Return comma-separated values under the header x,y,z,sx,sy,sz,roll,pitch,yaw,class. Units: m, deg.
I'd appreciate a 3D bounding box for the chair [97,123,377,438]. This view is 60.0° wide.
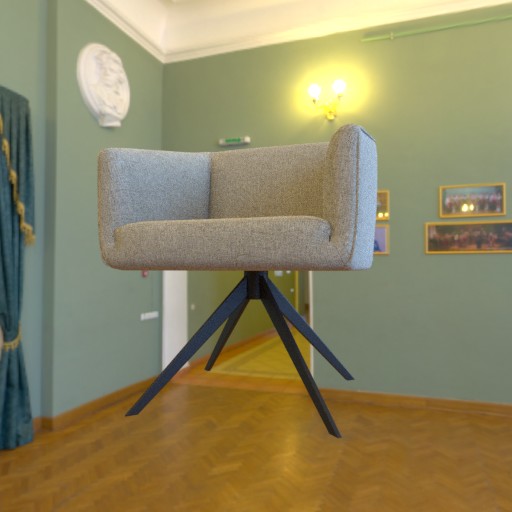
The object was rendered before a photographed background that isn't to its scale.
x,y,z,sx,sy,sz,roll,pitch,yaw,class
0.000,0.000,1.224,0.628,0.760,0.623,-1,-2,18,chair
